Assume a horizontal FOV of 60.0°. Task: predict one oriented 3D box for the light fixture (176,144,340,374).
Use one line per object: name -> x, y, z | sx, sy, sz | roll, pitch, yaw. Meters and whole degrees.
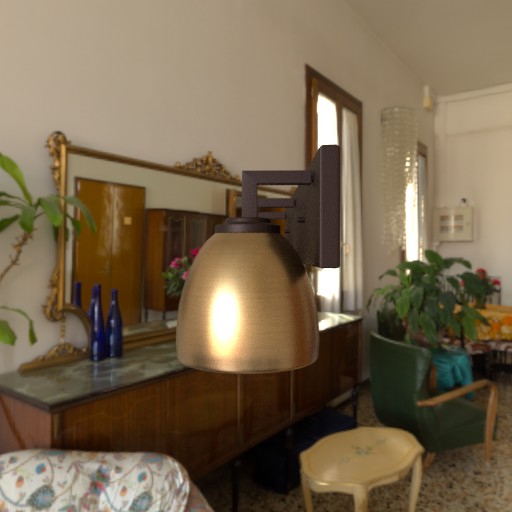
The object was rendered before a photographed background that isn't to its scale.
light fixture -> 0.000, 0.000, 0.672 | 0.157, 0.204, 0.582 | 0, 0, 0
